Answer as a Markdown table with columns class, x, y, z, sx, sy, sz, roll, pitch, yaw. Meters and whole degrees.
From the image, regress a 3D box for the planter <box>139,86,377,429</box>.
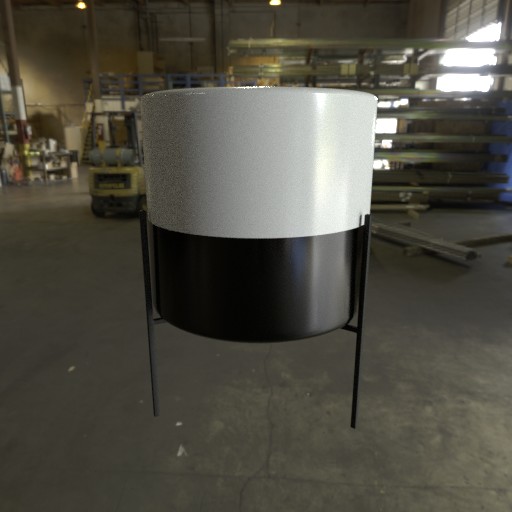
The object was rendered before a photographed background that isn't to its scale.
| class | x | y | z | sx | sy | sz | roll | pitch | yaw |
| --- | --- | --- | --- | --- | --- | --- | --- | --- | --- |
| planter | 0.000 | 0.000 | 0.639 | 0.310 | 0.432 | 0.310 | -3 | 16 | -9 |
